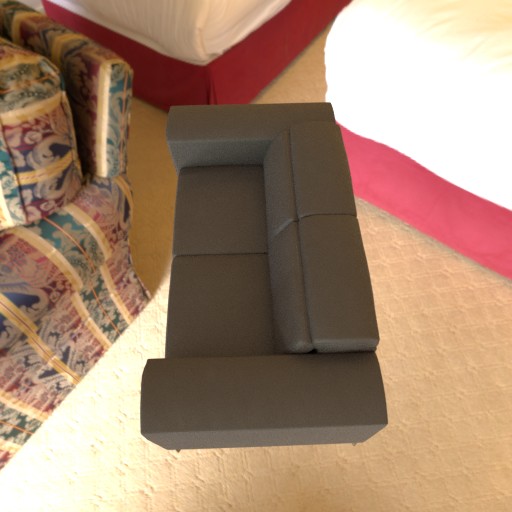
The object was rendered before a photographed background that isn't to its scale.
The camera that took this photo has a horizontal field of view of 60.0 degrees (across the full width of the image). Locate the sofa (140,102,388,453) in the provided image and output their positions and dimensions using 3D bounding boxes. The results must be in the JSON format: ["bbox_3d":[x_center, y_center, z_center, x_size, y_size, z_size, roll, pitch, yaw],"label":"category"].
[{"bbox_3d":[0.000,0.000,2.408,1.003,0.779,1.895,-2,59,-1],"label":"sofa"}]
